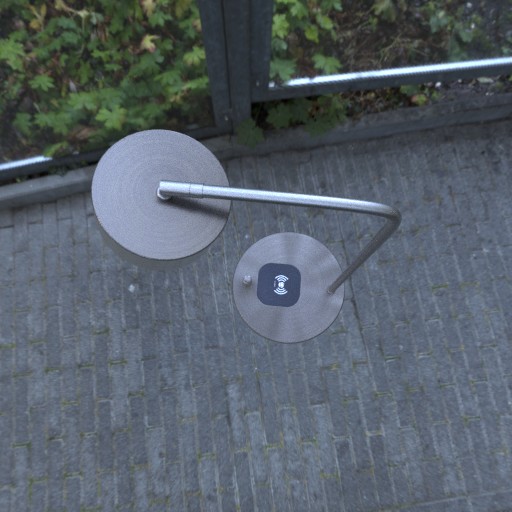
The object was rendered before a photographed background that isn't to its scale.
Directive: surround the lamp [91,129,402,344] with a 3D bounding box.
[{"bbox_3d":[0.000,0.000,0.631,0.334,0.469,0.211,5,76,1],"label":"lamp"}]
